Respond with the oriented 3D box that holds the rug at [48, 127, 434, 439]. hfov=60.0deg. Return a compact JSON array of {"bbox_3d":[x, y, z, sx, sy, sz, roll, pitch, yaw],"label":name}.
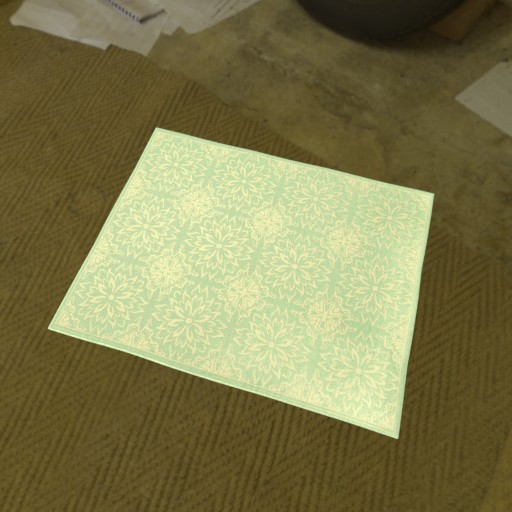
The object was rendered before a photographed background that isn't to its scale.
[{"bbox_3d":[0.000,0.000,4.082,2.980,0.012,2.363,15,64,8],"label":"rug"}]
